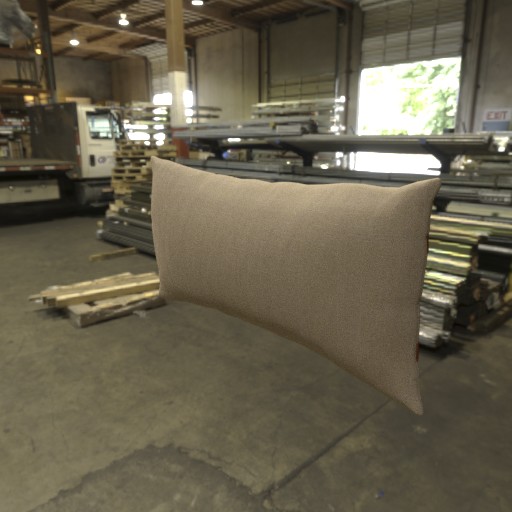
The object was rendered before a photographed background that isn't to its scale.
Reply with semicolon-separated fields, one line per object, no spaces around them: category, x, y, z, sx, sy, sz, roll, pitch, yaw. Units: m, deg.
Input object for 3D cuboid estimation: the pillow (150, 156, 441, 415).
pillow;0.000;0.000;0.740;0.148;0.308;0.612;-15;21;-43
